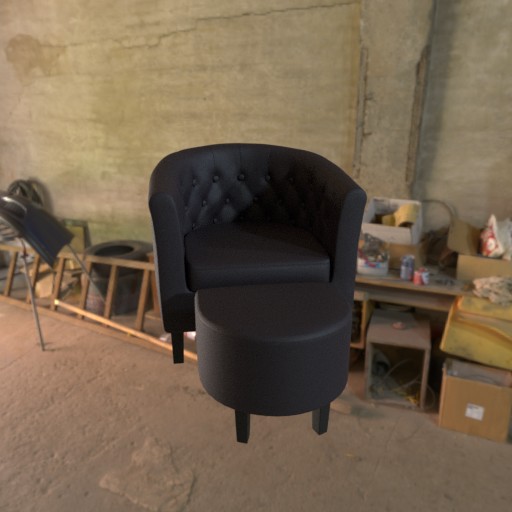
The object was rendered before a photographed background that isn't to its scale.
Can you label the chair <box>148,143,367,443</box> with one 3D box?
[{"bbox_3d":[0.000,0.000,1.646,0.763,0.760,1.191,-2,17,-8],"label":"chair"}]
